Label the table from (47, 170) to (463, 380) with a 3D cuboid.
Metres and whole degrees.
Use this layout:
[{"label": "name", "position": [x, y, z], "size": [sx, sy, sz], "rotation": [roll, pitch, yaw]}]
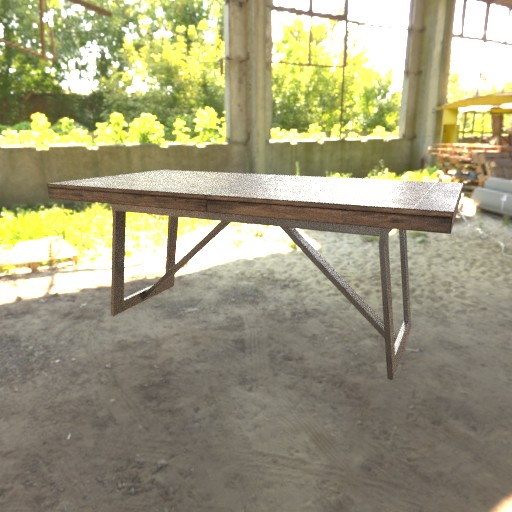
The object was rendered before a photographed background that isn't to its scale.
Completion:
[{"label": "table", "position": [0.000, 0.000, 2.324], "size": [1.867, 0.757, 0.931], "rotation": [7, 17, 25]}]
